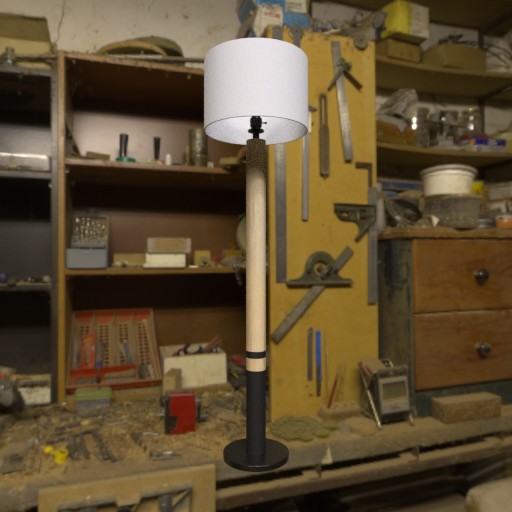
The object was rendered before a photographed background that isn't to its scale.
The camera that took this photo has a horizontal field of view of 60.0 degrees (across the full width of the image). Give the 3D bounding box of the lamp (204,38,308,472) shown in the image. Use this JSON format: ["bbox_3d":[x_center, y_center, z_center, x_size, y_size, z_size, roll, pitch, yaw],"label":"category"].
[{"bbox_3d":[0.000,0.000,1.639,0.381,1.478,0.381,0,0,-17],"label":"lamp"}]
